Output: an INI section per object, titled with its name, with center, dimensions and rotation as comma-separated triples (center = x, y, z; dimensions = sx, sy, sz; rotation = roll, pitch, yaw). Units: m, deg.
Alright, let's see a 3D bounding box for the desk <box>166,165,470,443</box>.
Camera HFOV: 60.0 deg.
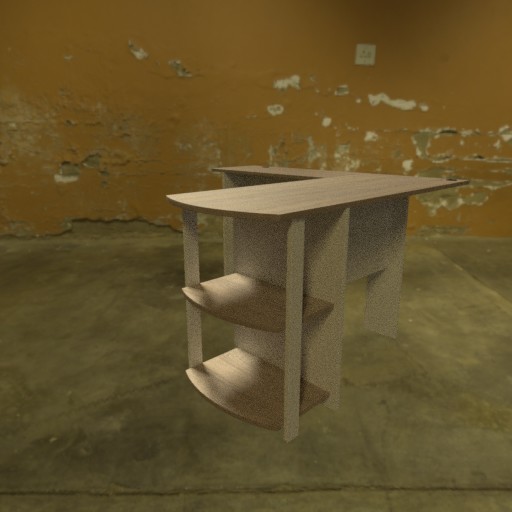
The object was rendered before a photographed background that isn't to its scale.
[desk]
center = 0.000, 0.000, 2.073
dimensions = 1.303, 0.716, 1.361
rotation = -15, 21, -43
